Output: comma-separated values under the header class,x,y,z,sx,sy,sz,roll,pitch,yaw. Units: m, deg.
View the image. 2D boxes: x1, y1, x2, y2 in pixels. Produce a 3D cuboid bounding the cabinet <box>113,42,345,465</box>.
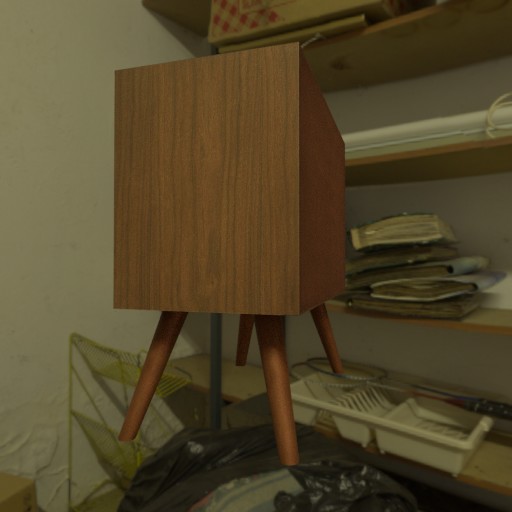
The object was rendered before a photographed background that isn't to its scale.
class,x,y,z,sx,sy,sz,roll,pitch,yaw
cabinet,0.000,0.000,1.177,0.388,0.748,0.712,0,-1,18
